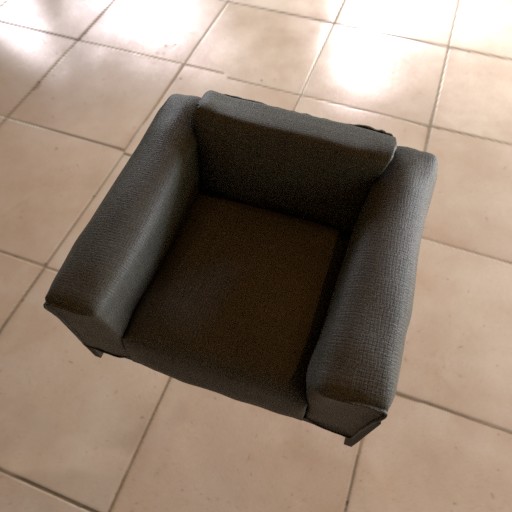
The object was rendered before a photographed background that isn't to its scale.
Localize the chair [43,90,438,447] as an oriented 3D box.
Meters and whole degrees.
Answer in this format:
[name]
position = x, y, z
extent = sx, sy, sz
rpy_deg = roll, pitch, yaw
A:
[chair]
position = 0.000, 0.000, 1.610
extent = 1.056, 0.646, 0.969
rpy_deg = 16, 61, 10
